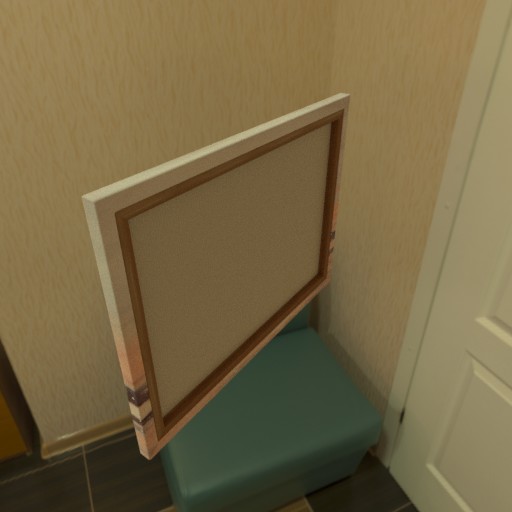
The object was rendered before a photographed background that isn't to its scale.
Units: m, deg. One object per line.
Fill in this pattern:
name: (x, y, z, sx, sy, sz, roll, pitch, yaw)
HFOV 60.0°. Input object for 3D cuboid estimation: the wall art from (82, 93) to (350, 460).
wall art: (0.000, 0.000, 1.334, 0.038, 0.763, 1.015, 21, 38, 30)
